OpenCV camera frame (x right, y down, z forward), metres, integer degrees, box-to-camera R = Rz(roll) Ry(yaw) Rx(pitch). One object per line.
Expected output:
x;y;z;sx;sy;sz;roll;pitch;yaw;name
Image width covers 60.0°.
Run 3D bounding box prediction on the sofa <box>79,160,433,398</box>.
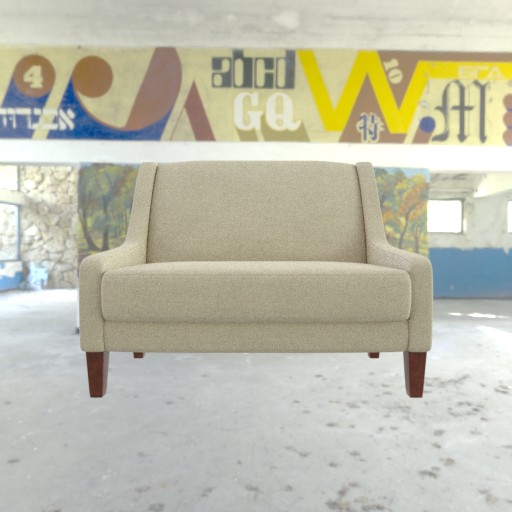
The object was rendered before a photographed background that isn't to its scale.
0.000;0.000;1.914;1.212;0.976;0.946;0;1;0;sofa
